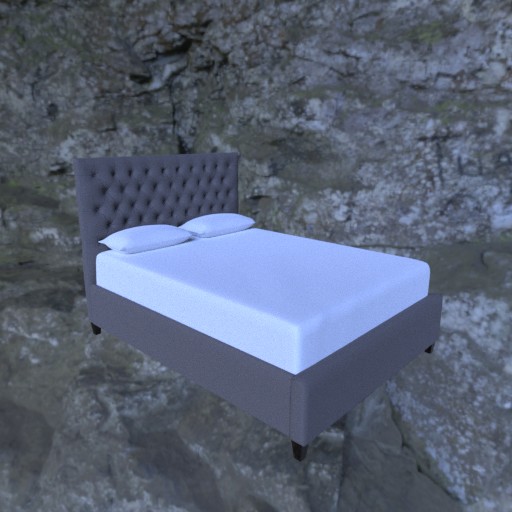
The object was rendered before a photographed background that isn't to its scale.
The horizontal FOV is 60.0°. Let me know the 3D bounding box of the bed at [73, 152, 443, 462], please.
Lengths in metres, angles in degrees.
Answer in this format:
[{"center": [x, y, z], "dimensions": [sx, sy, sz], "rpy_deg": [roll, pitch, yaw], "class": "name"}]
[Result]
[{"center": [0.000, 0.000, 3.339], "dimensions": [2.233, 1.426, 1.696], "rpy_deg": [14, 21, 42], "class": "bed"}]
